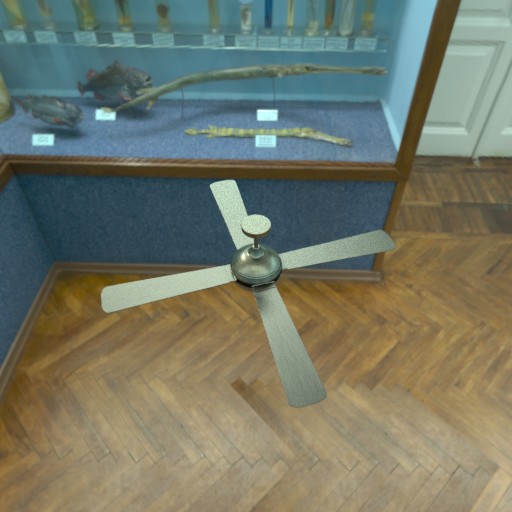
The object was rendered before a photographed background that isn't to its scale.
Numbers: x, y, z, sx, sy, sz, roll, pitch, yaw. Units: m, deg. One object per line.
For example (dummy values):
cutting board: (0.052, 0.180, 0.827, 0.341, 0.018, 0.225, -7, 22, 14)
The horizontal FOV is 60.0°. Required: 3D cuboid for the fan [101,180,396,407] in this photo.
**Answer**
fan: (0.000, 0.000, 1.984, 1.321, 0.381, 1.321, 3, 46, 3)
